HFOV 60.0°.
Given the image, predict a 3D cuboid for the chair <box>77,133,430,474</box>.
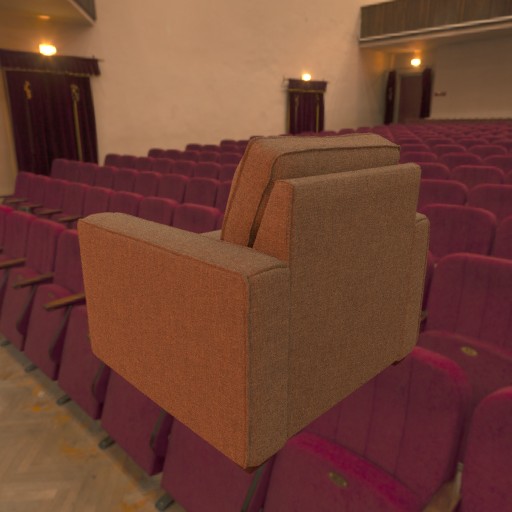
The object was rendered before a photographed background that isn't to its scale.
[{"bbox_3d":[0.000,0.000,1.707,0.940,0.914,1.016,16,23,43],"label":"chair"}]
